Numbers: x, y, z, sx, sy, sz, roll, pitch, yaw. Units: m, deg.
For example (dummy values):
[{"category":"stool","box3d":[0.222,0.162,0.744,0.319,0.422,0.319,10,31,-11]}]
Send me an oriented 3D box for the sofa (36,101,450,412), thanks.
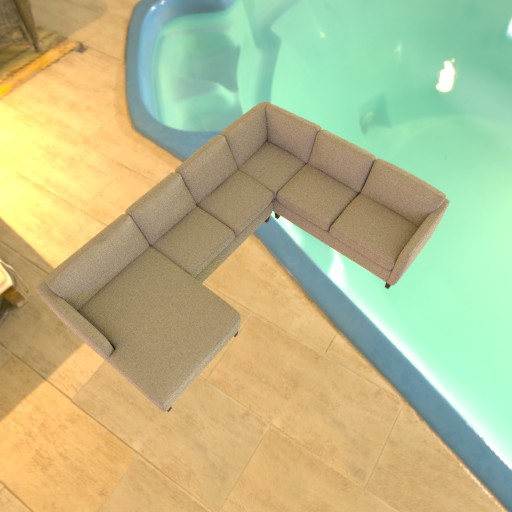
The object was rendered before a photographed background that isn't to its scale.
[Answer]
[{"category":"sofa","box3d":[0.000,0.000,4.623,2.593,0.959,3.460,34,64,20]}]
